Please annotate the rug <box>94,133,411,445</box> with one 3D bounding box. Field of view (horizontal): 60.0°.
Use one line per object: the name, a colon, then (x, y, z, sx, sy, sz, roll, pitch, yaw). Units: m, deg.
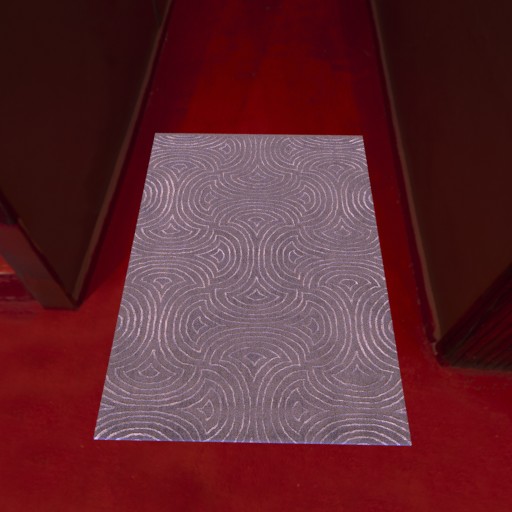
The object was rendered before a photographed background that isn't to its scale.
rug: (0.000, 0.000, 2.726, 1.543, 0.015, 2.144, 1, 57, 1)
